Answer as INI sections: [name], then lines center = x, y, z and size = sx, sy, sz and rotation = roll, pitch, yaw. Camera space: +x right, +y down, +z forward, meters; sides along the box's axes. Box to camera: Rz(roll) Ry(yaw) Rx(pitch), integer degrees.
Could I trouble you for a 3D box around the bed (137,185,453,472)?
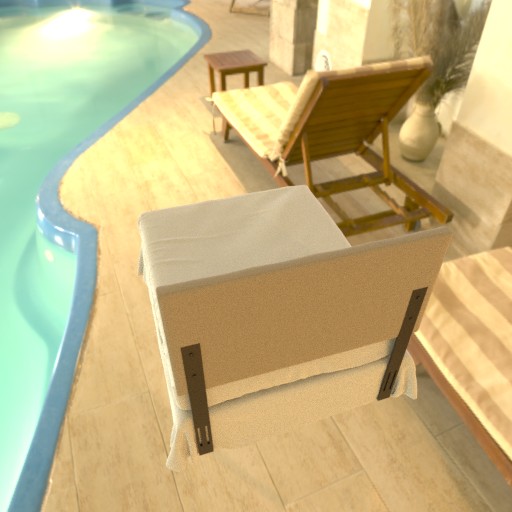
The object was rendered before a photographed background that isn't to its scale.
[bed]
center = 0.000, 0.000, 3.476
size = 1.936, 1.577, 2.222
rotation = -12, 42, -13
